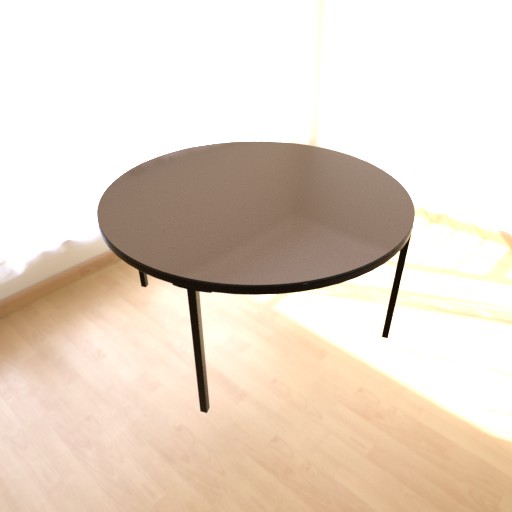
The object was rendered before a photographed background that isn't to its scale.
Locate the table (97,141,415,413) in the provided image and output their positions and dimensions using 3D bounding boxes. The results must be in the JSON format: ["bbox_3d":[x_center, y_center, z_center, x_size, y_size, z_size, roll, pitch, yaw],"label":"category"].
[{"bbox_3d":[0.000,0.000,1.270,0.800,0.400,0.800,0,34,0],"label":"table"}]
